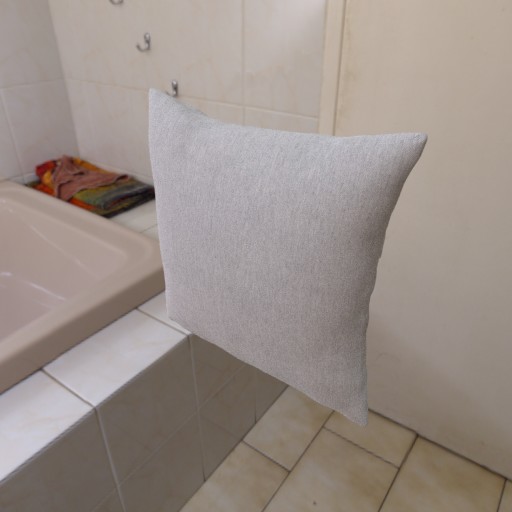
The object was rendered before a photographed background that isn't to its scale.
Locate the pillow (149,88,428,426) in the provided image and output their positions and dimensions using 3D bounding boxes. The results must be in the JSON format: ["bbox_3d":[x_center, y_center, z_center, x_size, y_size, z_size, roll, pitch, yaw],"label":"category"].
[{"bbox_3d":[0.000,0.000,0.672,0.433,0.436,0.173,22,37,32],"label":"pillow"}]
